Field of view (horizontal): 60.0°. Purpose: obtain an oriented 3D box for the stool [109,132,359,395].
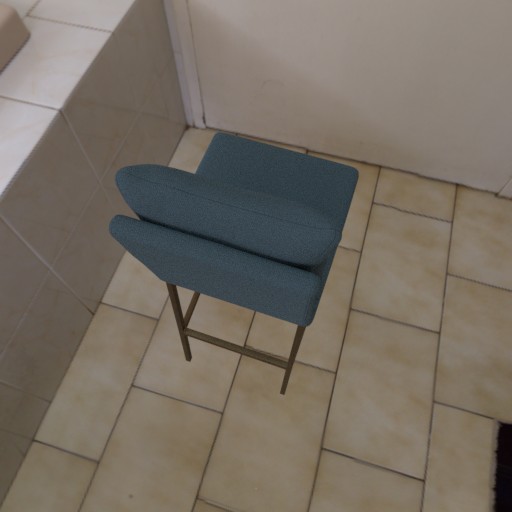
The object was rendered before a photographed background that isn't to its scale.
[{"bbox_3d":[0.000,0.000,1.384,0.463,1.124,0.568,17,64,9],"label":"stool"}]
